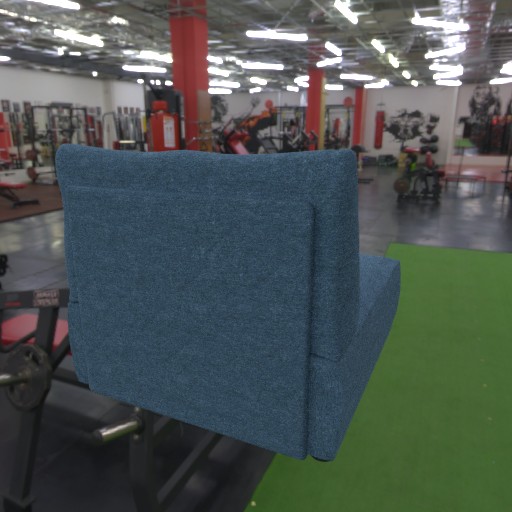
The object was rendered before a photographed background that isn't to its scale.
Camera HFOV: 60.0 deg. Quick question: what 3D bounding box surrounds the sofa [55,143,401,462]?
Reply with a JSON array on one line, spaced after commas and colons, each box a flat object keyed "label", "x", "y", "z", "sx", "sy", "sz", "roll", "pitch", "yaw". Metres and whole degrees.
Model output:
[{"label": "sofa", "x": 0.000, "y": 0.000, "z": 1.641, "sx": 0.930, "sy": 0.820, "sz": 1.000, "roll": 8, "pitch": 18, "yaw": 25}]
